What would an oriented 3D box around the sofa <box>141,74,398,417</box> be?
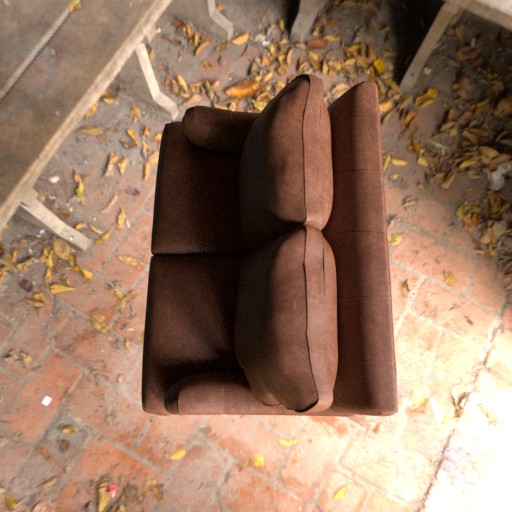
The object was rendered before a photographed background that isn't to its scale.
[{"bbox_3d":[0.000,0.000,2.205,1.077,1.004,1.527,1,75,0],"label":"sofa"}]
